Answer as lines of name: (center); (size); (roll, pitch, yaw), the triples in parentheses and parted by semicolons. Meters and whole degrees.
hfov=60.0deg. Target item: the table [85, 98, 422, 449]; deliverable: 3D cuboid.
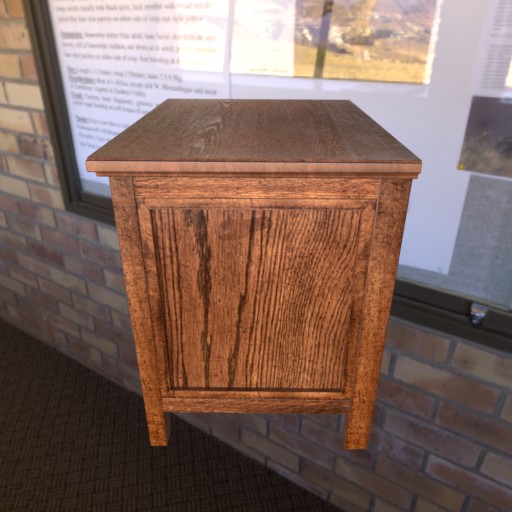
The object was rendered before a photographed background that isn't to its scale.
table: (0.000, 0.000, 0.998); (0.461, 0.597, 0.586); (0, 27, 1)
